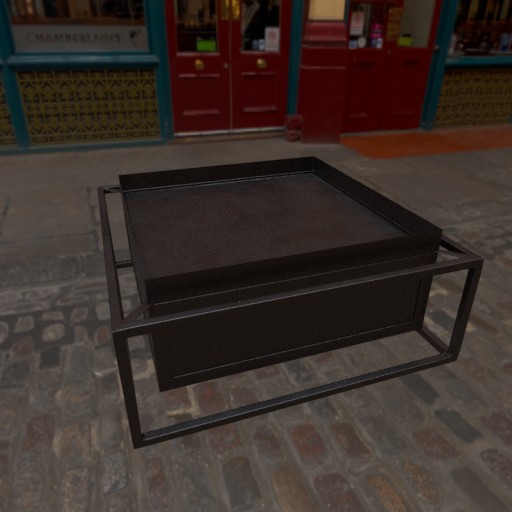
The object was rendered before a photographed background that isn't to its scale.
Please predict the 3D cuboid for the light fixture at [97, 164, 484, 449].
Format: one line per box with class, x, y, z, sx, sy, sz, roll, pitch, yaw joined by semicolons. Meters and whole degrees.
light fixture;0.000;0.000;0.695;0.441;0.191;0.441;-9;29;-17
